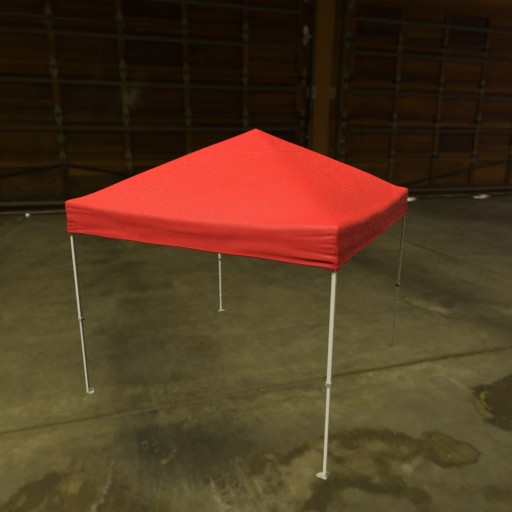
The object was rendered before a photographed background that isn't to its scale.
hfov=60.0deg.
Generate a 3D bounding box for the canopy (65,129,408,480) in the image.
[{"bbox_3d":[0.000,0.000,5.434,2.998,2.997,2.996,8,17,27],"label":"canopy"}]
